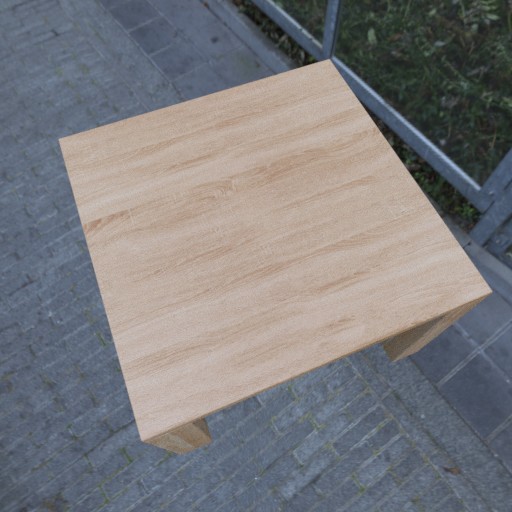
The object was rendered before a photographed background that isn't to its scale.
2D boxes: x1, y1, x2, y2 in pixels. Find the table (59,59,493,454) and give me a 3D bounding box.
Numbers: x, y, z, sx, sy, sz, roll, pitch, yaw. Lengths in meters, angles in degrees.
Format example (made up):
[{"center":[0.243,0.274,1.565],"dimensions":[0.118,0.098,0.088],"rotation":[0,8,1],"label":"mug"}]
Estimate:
[{"center":[0.000,0.000,1.139],"dimensions":[0.700,0.450,0.700],"rotation":[-20,65,-10],"label":"table"}]
